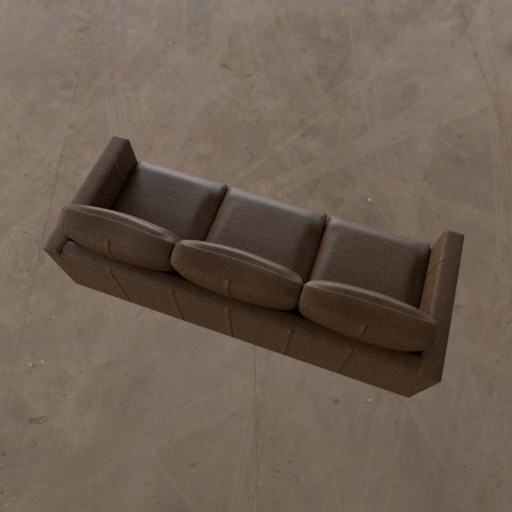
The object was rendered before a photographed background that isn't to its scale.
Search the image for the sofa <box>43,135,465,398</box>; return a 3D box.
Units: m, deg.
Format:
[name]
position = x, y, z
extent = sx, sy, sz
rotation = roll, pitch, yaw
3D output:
[sofa]
position = 0.000, 0.000, 2.703
extent = 2.231, 0.930, 0.903
rotation = 17, 65, 8
